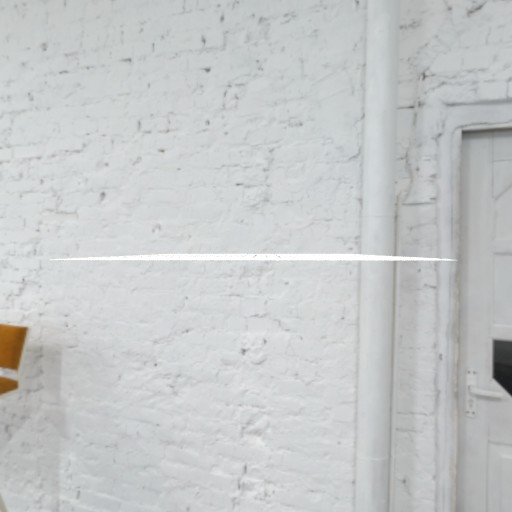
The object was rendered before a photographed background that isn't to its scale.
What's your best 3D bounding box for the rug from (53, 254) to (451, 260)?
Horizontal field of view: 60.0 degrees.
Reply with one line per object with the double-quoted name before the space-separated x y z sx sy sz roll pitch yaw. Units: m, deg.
"rug" 0.000 0.000 4.139 2.354 0.007 3.196 0 1 1
